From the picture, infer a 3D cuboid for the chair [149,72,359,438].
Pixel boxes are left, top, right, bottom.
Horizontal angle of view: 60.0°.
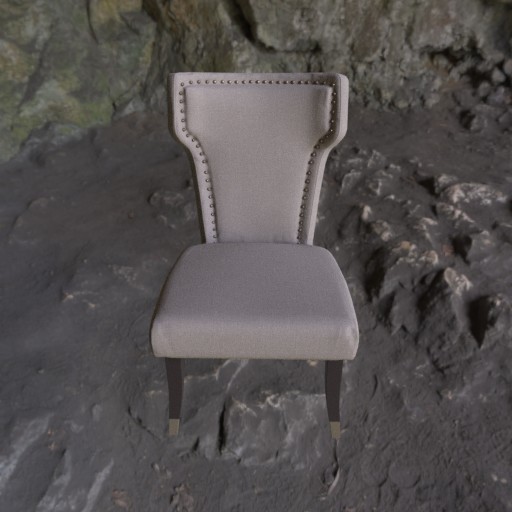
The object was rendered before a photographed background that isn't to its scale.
[{"bbox_3d":[0.000,0.000,1.313,0.526,0.955,0.630,1,31,1],"label":"chair"}]
